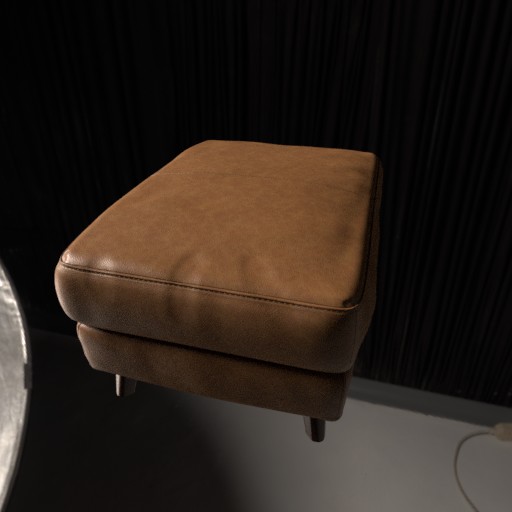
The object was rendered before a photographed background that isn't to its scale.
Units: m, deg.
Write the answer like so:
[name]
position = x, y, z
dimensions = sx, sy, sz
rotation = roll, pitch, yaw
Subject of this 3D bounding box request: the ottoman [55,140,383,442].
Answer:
[ottoman]
position = 0.000, 0.000, 1.206
dimensions = 0.630, 0.461, 0.869
rotation = 8, 32, 13
